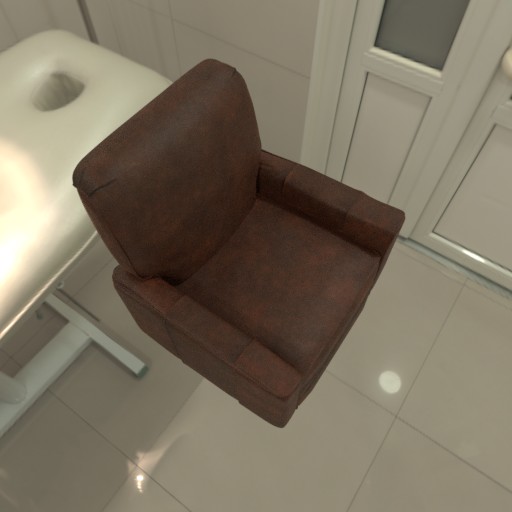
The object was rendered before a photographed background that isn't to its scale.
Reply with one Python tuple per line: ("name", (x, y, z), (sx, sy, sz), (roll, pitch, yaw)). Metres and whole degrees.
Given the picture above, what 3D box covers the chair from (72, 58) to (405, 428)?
("chair", (0.000, 0.000, 1.670), (0.836, 1.043, 0.843), (31, 63, 17))
